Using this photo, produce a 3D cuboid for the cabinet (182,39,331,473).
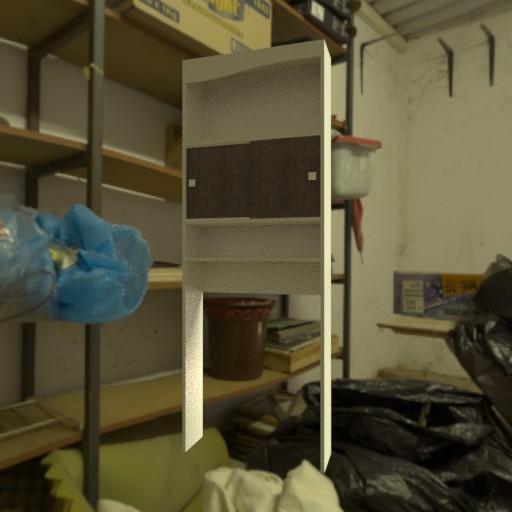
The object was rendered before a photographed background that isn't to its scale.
[{"bbox_3d":[0.000,0.000,1.992,0.643,1.770,0.192,0,0,18],"label":"cabinet"}]
